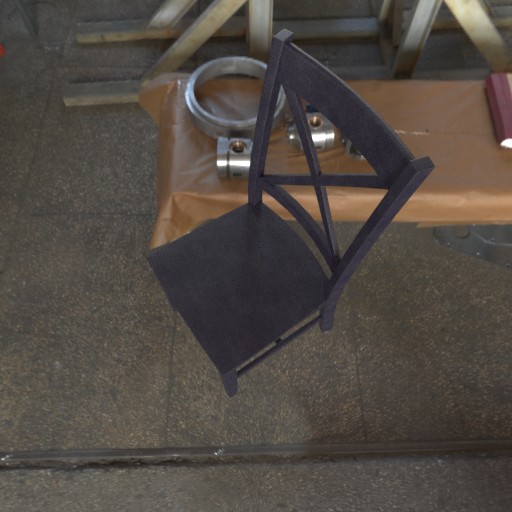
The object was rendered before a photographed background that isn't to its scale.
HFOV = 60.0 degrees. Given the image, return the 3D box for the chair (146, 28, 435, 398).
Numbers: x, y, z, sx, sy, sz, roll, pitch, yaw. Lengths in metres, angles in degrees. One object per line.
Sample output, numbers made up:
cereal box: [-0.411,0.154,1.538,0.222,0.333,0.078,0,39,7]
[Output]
chair: [0.000,0.000,1.306,0.542,0.983,0.485,-32,67,-15]
